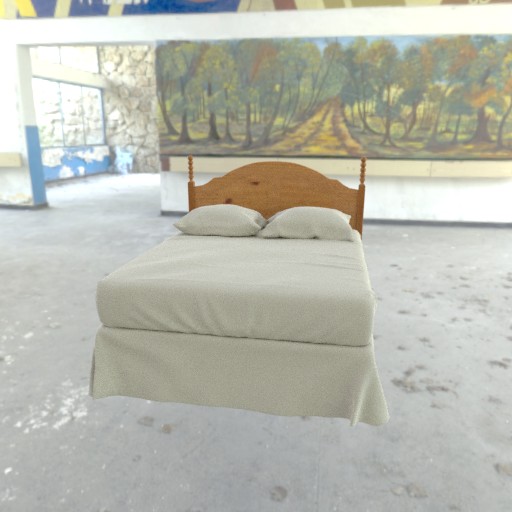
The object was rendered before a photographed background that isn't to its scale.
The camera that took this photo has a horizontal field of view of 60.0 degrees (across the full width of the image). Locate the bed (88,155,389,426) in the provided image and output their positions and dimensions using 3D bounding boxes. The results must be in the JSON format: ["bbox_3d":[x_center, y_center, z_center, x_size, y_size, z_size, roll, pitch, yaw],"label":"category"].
[{"bbox_3d":[0.000,0.000,3.295,1.873,1.356,2.040,3,16,10],"label":"bed"}]
